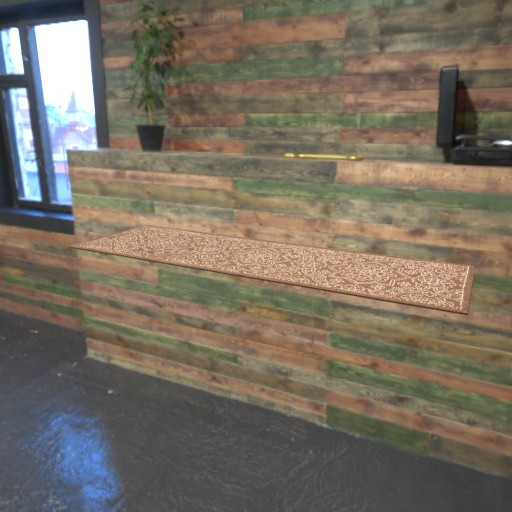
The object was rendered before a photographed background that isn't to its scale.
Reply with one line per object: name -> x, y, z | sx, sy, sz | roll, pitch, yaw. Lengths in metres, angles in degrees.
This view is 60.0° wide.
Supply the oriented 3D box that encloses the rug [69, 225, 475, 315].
rug -> 0.000, 0.000, 2.767 | 2.448, 0.012, 0.769 | 8, 18, 26
